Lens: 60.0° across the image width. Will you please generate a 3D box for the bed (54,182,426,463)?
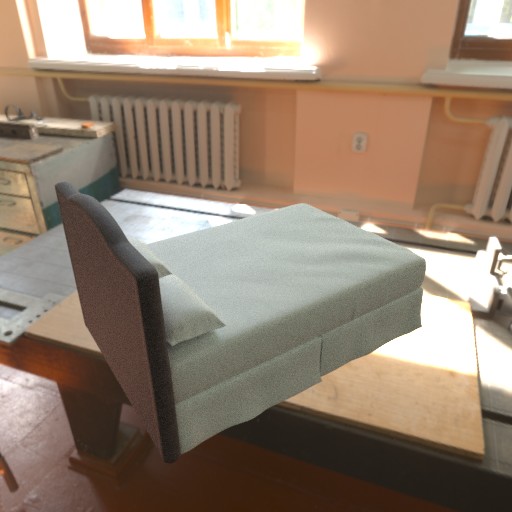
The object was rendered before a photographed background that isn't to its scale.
[{"bbox_3d":[0.000,0.000,3.602,2.507,1.441,1.741,-18,33,-30],"label":"bed"}]
